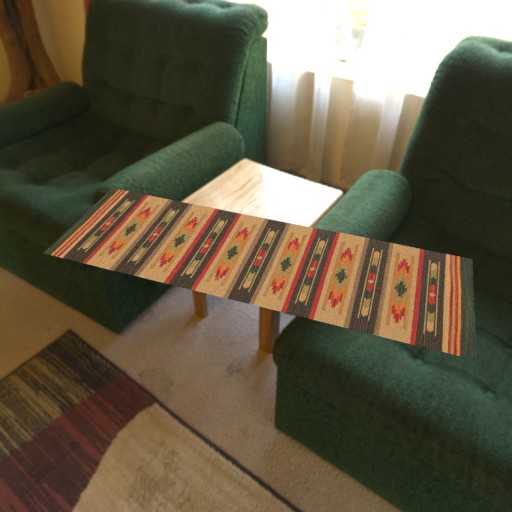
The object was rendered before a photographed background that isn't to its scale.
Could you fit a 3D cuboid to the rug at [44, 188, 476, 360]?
[{"bbox_3d":[0.000,0.000,2.641,2.440,0.009,0.760,12,42,14],"label":"rug"}]
